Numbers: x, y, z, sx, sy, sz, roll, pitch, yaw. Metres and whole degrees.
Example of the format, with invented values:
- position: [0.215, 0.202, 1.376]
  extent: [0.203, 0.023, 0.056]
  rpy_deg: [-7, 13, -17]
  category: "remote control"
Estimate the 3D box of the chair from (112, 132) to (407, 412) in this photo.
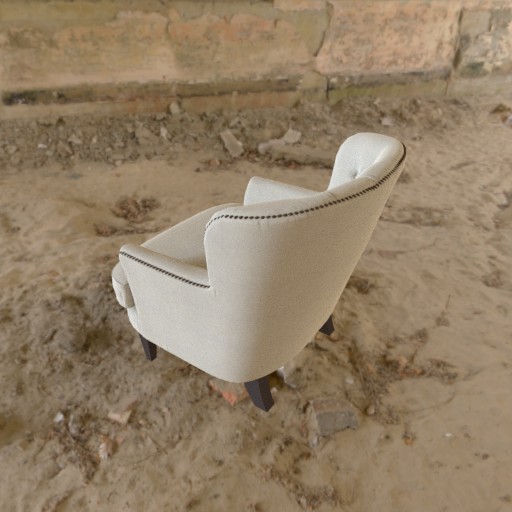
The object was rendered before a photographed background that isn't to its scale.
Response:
- position: [0.000, 0.000, 1.638]
  extent: [0.906, 0.868, 0.848]
  rpy_deg: [20, 36, 29]
  category: "chair"
